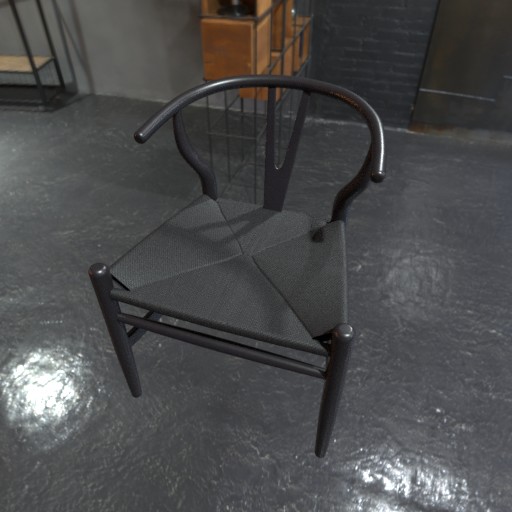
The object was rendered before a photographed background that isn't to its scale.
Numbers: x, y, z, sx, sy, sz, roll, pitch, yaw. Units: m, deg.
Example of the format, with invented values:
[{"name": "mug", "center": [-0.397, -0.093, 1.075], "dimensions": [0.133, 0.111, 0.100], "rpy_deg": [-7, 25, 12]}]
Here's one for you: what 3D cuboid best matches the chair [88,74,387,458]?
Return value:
[{"name": "chair", "center": [0.000, 0.000, 1.141], "dimensions": [0.569, 0.730, 0.579], "rpy_deg": [12, 42, 14]}]
